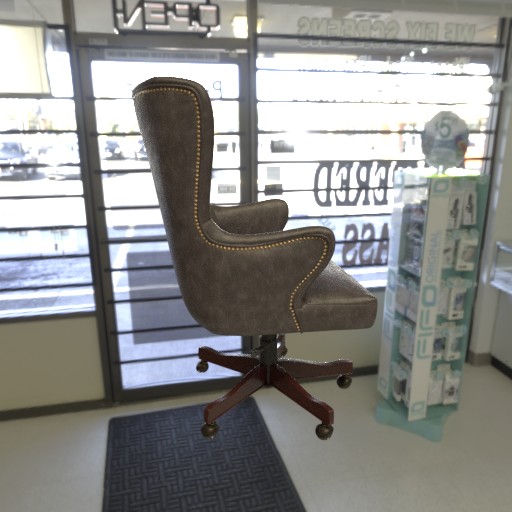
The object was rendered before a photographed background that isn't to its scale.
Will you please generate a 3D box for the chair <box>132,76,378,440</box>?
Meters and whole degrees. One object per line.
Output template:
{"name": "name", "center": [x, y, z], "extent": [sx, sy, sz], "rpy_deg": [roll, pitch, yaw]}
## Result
{"name": "chair", "center": [0.000, 0.000, 1.455], "extent": [0.717, 1.037, 0.594], "rpy_deg": [-3, 16, -9]}
